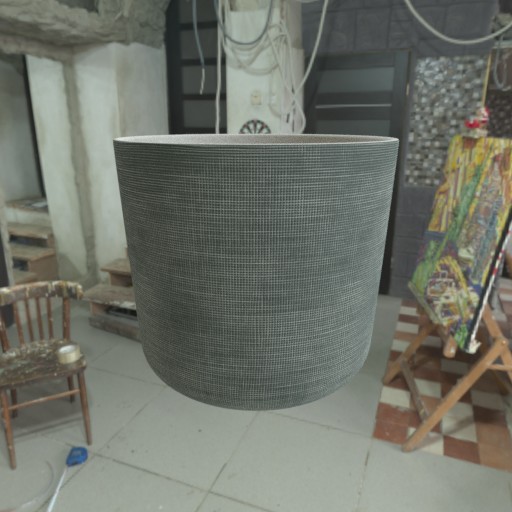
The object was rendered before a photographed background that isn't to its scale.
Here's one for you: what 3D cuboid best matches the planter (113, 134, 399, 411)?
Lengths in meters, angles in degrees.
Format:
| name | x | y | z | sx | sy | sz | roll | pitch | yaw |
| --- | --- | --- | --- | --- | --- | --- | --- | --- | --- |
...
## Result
| name | x | y | z | sx | sy | sz | roll | pitch | yaw |
| --- | --- | --- | --- | --- | --- | --- | --- | --- | --- |
| planter | 0.000 | 0.000 | 0.770 | 0.440 | 0.398 | 0.440 | 0 | 17 | 0 |
